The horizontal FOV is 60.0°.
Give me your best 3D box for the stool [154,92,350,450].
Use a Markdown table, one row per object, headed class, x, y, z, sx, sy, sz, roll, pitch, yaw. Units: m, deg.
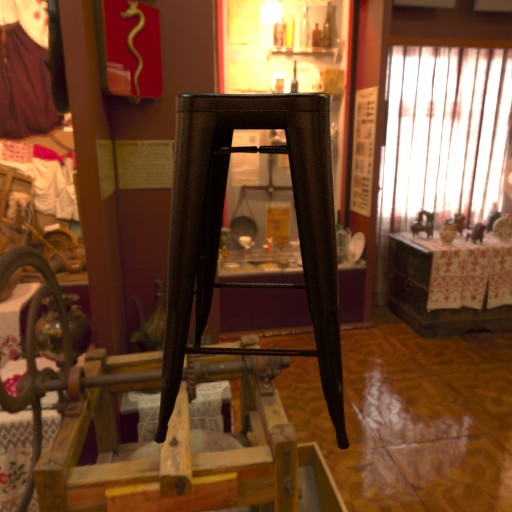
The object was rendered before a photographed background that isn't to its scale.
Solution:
| class | x | y | z | sx | sy | sz | roll | pitch | yaw |
| --- | --- | --- | --- | --- | --- | --- | --- | --- | --- |
| stool | 0.000 | 0.000 | 0.911 | 0.423 | 0.609 | 0.455 | -2 | 15 | -8 |
